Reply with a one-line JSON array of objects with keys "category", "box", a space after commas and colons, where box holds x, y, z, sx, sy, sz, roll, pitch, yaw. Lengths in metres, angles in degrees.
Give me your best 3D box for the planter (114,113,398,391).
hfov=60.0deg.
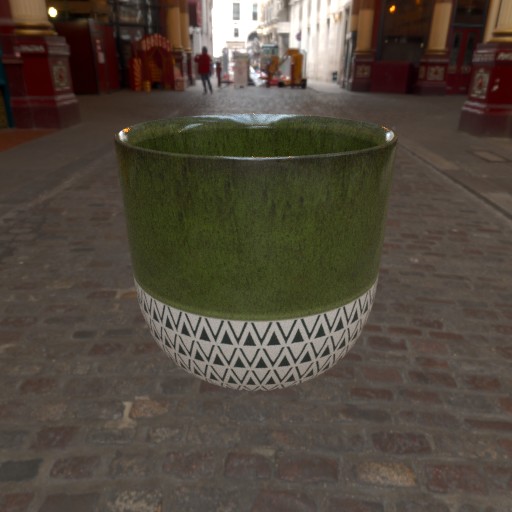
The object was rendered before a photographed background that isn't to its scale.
[{"category": "planter", "box": [0.000, 0.000, 0.486, 0.266, 0.270, 0.266, 0, 24, 0]}]
